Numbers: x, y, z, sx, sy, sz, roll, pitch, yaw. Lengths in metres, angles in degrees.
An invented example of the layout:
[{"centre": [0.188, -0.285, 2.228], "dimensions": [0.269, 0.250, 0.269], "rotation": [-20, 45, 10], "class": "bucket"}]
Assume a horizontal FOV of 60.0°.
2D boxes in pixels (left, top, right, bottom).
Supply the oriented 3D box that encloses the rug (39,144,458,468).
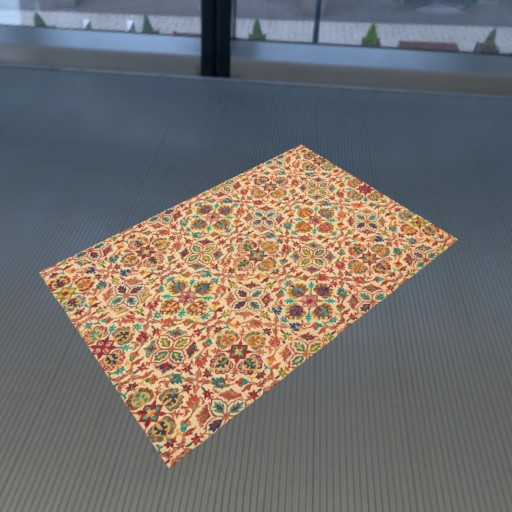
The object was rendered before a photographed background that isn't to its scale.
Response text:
[{"centre": [0.000, 0.000, 2.322], "dimensions": [1.838, 0.013, 1.226], "rotation": [-31, 54, -26], "class": "rug"}]
